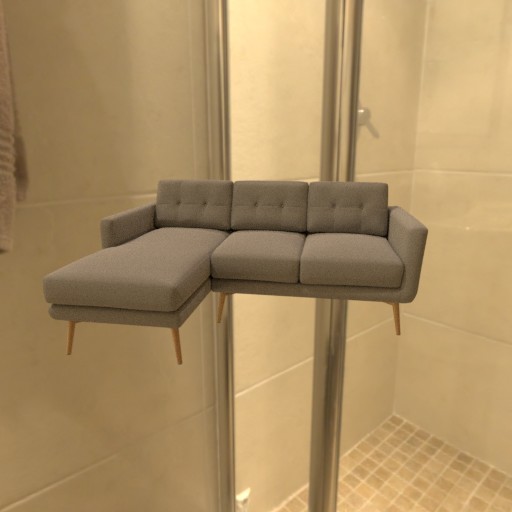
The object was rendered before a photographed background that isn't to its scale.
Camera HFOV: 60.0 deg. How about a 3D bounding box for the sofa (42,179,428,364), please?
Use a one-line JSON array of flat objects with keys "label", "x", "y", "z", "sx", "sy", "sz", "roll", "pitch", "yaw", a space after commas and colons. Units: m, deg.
[{"label": "sofa", "x": 0.000, "y": 0.000, "z": 2.861, "sx": 2.040, "sy": 0.860, "sz": 1.530, "roll": 2, "pitch": 14, "yaw": 9}]
